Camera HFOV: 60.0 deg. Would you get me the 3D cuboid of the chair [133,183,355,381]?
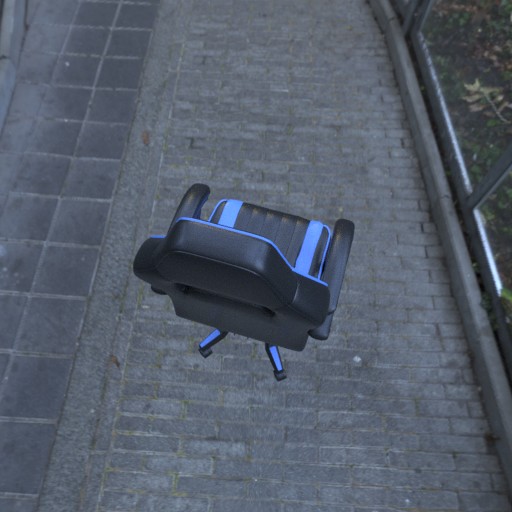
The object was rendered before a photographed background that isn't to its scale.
[{"bbox_3d":[0.000,0.000,1.711,0.700,1.280,0.700,15,64,7],"label":"chair"}]
